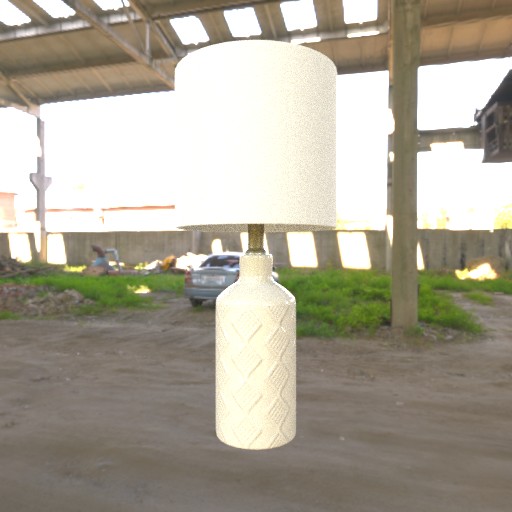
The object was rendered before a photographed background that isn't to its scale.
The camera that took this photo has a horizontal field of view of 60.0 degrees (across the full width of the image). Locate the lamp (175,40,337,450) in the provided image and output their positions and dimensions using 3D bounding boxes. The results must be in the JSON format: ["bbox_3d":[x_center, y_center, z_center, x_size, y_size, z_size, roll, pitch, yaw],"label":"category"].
[{"bbox_3d":[0.000,0.000,0.575,0.207,0.461,0.207,0,1,-17],"label":"lamp"}]
